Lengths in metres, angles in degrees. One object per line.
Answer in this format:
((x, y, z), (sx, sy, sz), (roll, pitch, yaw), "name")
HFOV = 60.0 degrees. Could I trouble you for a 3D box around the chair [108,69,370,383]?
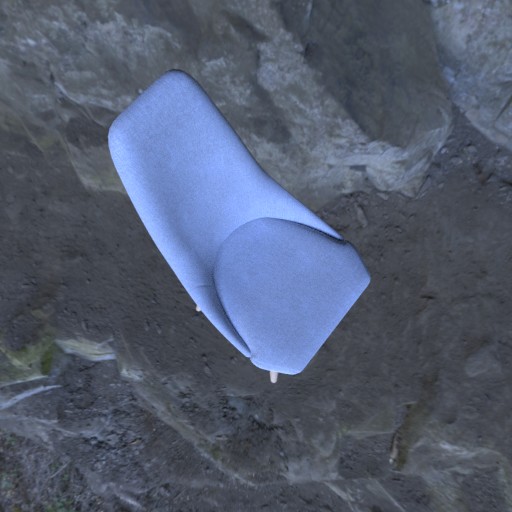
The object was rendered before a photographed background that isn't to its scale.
((0.000, 0.000, 1.395), (0.660, 1.040, 0.510), (38, 77, 11), "chair")
